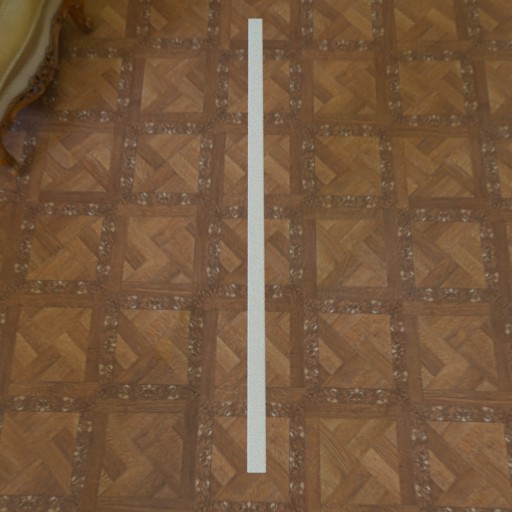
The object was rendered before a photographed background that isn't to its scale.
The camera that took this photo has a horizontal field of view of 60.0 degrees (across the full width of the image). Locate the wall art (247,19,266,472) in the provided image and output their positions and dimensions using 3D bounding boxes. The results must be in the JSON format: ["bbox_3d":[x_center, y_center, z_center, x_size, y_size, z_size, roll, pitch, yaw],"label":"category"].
[{"bbox_3d":[0.000,0.000,1.902,0.051,1.016,1.520,0,74,0],"label":"wall art"}]
